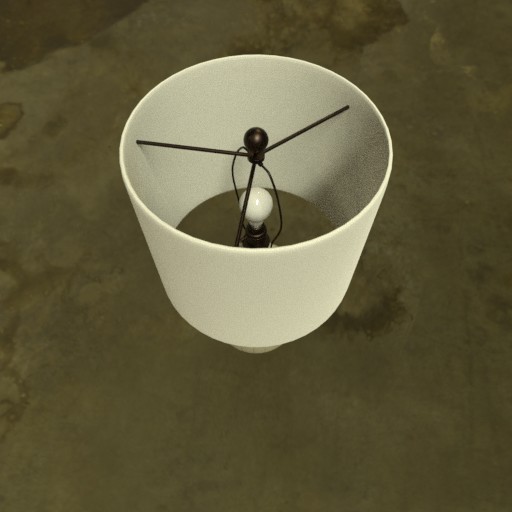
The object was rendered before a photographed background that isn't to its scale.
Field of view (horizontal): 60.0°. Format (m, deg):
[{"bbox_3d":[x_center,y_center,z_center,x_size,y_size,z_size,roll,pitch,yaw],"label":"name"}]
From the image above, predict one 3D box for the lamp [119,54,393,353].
[{"bbox_3d":[0.000,0.000,0.768,0.329,0.570,0.329,-32,64,-18],"label":"lamp"}]
